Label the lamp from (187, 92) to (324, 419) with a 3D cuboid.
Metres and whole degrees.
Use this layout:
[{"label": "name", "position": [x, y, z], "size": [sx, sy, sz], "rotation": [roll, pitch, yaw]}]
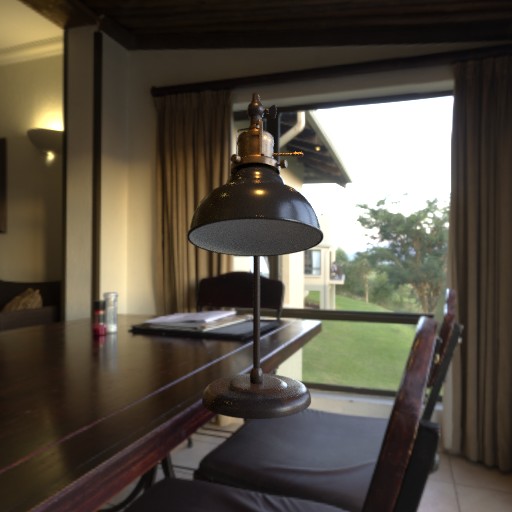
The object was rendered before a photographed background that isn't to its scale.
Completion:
[{"label": "lamp", "position": [0.000, 0.000, 0.695], "size": [0.192, 0.508, 0.374], "rotation": [0, 0, 1]}]
